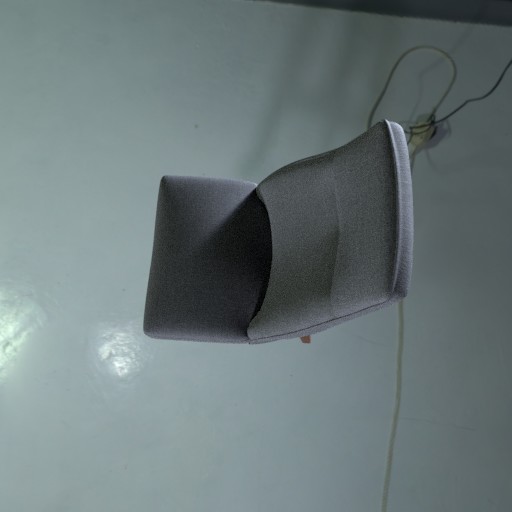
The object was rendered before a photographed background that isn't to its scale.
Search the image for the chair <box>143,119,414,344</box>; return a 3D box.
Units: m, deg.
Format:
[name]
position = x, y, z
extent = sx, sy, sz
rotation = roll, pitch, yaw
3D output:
[chair]
position = 0.000, 0.000, 1.291
extent = 0.620, 0.930, 0.500
rotation = 3, 76, 1
